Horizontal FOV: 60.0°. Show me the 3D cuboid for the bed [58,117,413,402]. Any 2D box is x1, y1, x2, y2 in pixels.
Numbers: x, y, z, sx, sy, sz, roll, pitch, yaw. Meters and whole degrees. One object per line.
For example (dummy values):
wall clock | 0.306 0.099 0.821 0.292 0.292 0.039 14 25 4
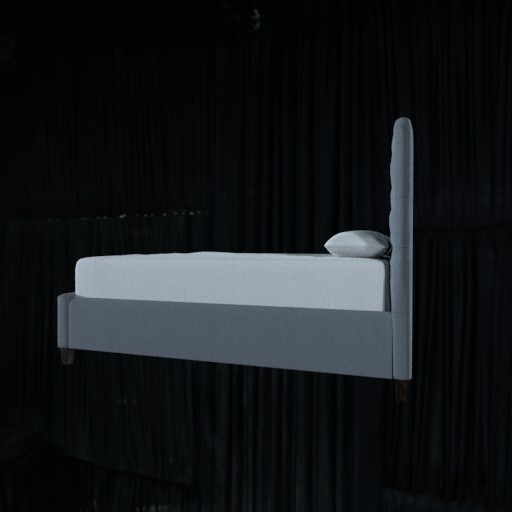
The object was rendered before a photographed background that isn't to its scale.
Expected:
bed | 0.000 0.000 3.351 2.231 1.427 1.698 0 1 19
